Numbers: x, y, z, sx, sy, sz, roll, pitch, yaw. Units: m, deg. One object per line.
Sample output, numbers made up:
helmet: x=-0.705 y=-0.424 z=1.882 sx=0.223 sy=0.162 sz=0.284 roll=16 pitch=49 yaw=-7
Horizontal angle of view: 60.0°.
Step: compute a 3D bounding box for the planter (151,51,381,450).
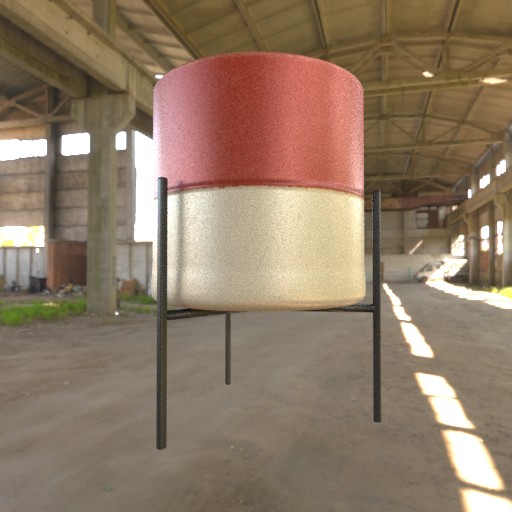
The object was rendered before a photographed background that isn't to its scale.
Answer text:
planter: x=0.000 y=0.000 z=0.507 sx=0.235 sy=0.354 sz=0.251 roll=0 pitch=-1 yaw=-18
